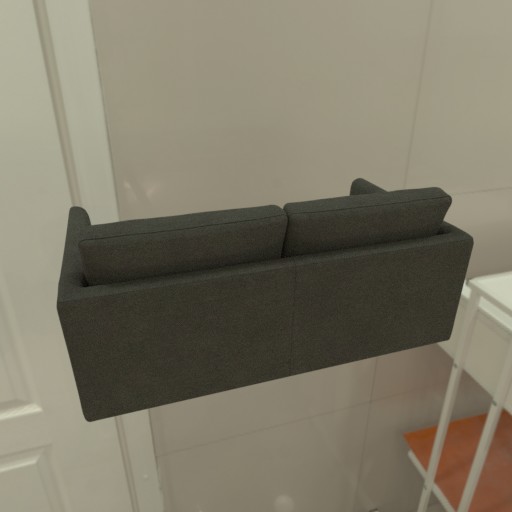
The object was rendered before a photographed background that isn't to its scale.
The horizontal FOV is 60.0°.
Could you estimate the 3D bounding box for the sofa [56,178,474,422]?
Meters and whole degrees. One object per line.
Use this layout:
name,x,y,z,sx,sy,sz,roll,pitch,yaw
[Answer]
sofa,0.000,0.000,2.436,1.909,0.845,1.091,-8,27,-16
